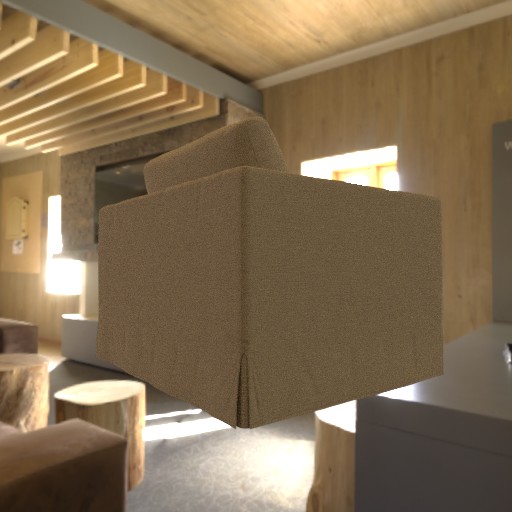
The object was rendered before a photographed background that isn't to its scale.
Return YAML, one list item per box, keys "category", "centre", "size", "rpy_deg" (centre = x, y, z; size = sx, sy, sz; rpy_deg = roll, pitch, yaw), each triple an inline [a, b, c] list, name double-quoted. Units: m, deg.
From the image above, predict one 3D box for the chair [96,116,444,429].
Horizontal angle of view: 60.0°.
- category: "chair"
  centre: [0.000, 0.000, 1.818]
  size: [0.957, 0.878, 1.150]
  rpy_deg: [1, -1, -37]
